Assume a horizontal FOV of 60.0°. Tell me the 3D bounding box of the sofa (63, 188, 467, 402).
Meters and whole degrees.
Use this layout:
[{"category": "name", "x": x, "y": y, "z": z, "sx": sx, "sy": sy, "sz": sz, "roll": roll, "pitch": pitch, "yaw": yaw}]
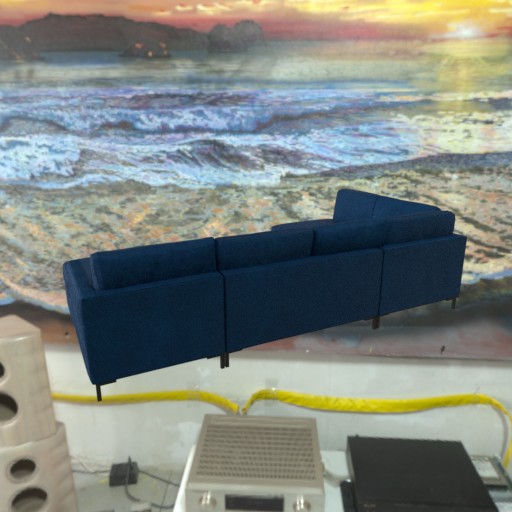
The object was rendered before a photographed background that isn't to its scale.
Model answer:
[{"category": "sofa", "x": 0.000, "y": 0.000, "z": 4.320, "sx": 3.434, "sy": 0.992, "sz": 2.055, "roll": -8, "pitch": 18, "yaw": -26}]
